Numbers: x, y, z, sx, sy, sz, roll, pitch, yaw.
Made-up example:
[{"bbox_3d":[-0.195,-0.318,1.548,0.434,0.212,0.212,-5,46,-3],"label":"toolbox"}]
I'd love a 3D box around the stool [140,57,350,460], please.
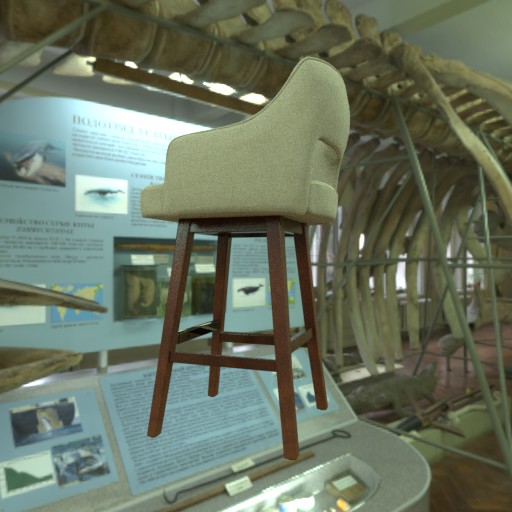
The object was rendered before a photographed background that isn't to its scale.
[{"bbox_3d":[0.000,0.000,1.384,0.560,1.041,0.550,0,0,20],"label":"stool"}]
